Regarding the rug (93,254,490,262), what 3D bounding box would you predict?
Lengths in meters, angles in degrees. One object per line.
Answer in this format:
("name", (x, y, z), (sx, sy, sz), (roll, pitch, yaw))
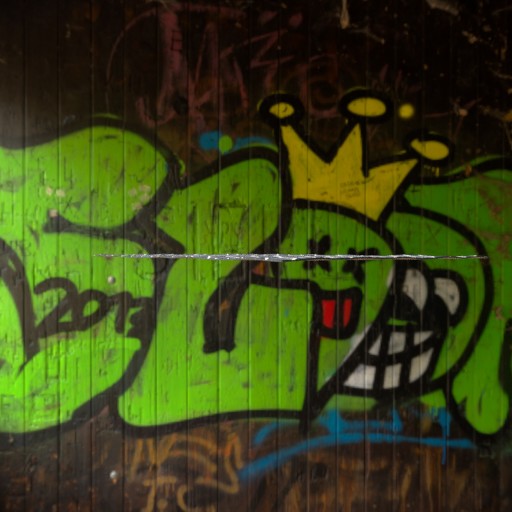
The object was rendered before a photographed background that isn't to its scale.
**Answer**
("rug", (0.000, 0.000, 3.073), (1.529, 0.017, 2.448), (0, 1, -36))
